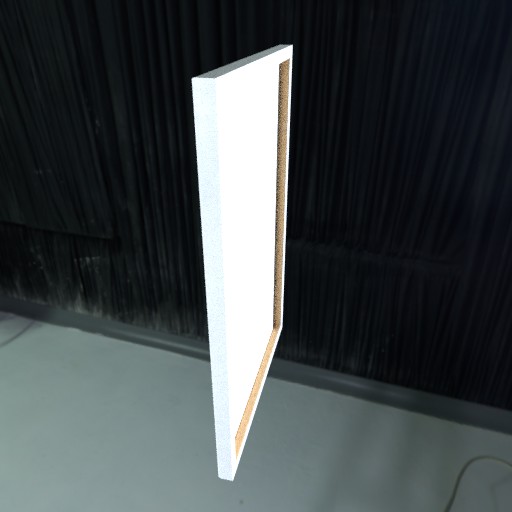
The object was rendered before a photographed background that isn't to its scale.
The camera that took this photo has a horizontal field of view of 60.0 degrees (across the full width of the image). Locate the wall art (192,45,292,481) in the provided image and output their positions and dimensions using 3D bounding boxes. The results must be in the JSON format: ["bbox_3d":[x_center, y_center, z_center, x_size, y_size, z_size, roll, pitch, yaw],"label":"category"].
[{"bbox_3d":[0.000,0.000,1.107,0.038,0.912,0.607,7,30,12],"label":"wall art"}]
